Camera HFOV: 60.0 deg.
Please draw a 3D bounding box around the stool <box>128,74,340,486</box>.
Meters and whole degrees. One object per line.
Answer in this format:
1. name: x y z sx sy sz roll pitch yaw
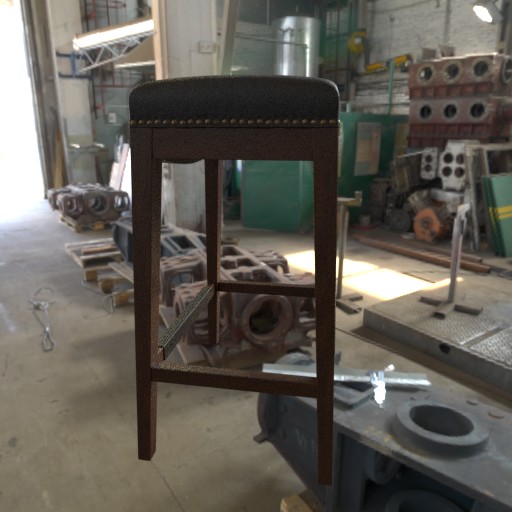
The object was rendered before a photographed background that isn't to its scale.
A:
1. stool: 0.000 0.000 0.926 0.353 0.664 0.490 3 16 10
